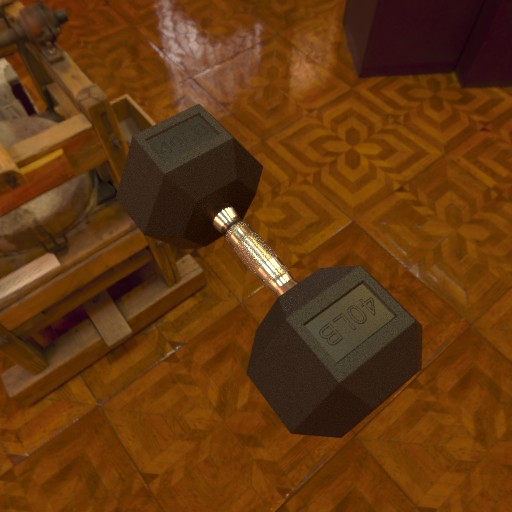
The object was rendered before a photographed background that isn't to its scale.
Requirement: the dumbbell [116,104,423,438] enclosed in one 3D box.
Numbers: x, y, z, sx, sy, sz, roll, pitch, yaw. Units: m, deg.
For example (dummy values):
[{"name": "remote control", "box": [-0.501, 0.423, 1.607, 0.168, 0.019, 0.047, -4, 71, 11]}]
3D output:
[{"name": "dumbbell", "box": [0.000, 0.000, 0.451, 0.157, 0.137, 0.361, -33, 65, -18]}]
